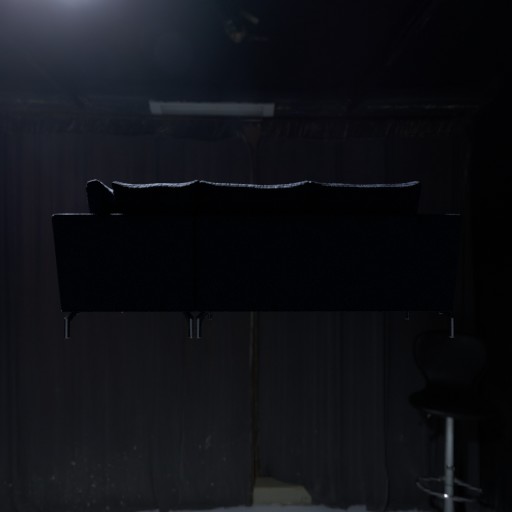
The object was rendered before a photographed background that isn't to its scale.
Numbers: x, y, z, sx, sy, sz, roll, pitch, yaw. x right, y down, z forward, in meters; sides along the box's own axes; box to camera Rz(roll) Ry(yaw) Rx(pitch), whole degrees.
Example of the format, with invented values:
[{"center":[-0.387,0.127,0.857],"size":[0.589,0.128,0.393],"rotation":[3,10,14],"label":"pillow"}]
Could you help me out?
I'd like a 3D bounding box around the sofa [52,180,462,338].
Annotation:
[{"center":[0.000,0.000,3.881],"size":[2.472,0.988,2.463],"rotation":[0,0,-1],"label":"sofa"}]
